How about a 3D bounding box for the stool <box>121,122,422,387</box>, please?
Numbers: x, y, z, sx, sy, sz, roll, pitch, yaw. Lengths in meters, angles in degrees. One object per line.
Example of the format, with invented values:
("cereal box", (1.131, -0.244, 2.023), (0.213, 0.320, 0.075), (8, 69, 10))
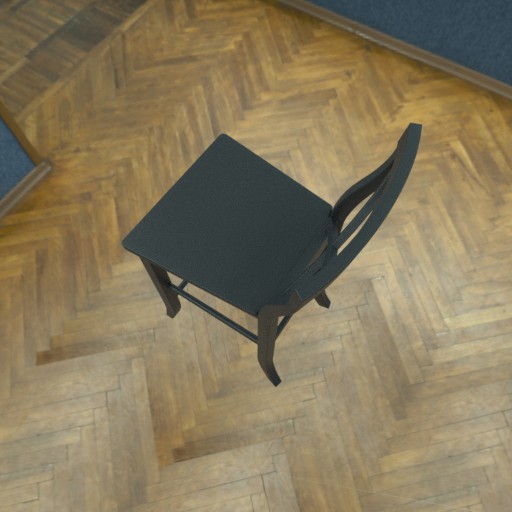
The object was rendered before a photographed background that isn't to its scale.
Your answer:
("stool", (0.000, 0.000, 1.287), (0.559, 0.989, 0.452), (32, 68, 14))
